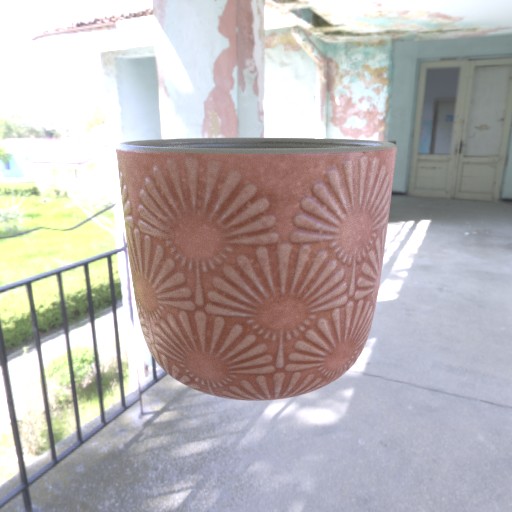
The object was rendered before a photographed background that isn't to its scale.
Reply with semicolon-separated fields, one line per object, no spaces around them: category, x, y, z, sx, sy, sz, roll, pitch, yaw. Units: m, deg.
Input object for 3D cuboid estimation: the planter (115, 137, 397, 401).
planter;0.000;0.000;0.218;0.124;0.109;0.124;0;17;0
